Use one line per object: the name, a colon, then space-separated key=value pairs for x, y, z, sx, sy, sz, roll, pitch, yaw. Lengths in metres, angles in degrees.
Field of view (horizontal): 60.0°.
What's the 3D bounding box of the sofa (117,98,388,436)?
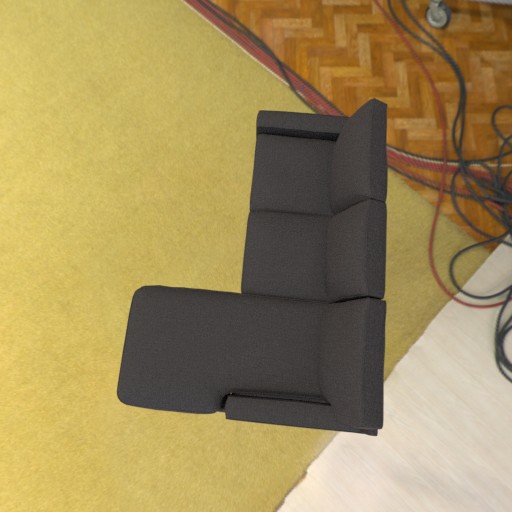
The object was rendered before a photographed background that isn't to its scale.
sofa: x=0.000 y=0.000 z=3.376 sx=1.790 sy=0.973 sz=2.370 roll=5 pitch=75 yaw=1
